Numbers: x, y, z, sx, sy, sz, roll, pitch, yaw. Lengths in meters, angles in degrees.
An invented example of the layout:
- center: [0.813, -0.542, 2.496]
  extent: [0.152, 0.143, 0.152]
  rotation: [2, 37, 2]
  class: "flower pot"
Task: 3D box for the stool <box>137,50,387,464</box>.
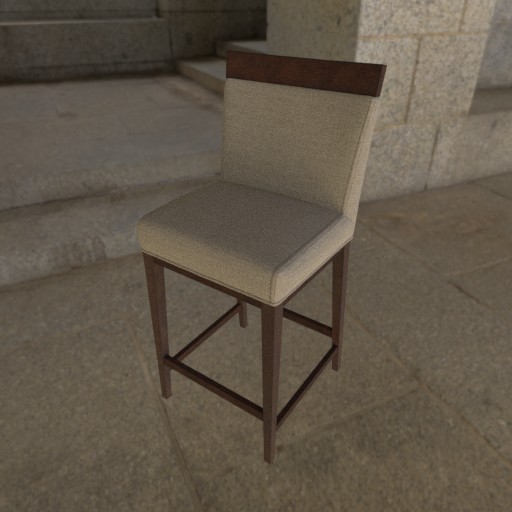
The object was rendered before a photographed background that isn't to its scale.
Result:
- center: [0.000, 0.000, 1.402]
  extent: [0.511, 1.117, 0.531]
  rotation: [20, 37, 29]
  class: "stool"
